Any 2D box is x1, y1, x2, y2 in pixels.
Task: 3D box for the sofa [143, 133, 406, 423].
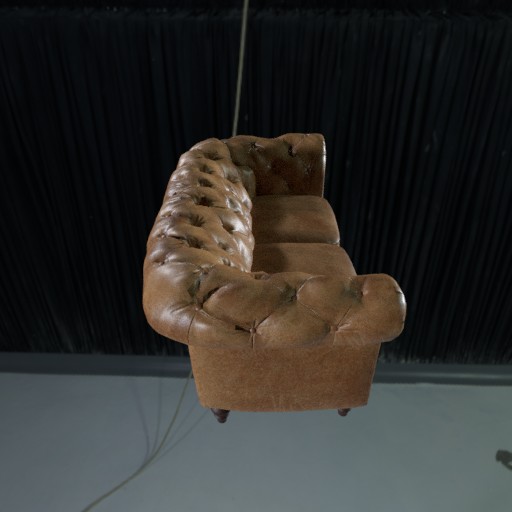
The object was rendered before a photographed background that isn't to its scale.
[{"bbox_3d":[0.000,0.000,2.544,1.042,0.877,1.979,-1,33,-1],"label":"sofa"}]
